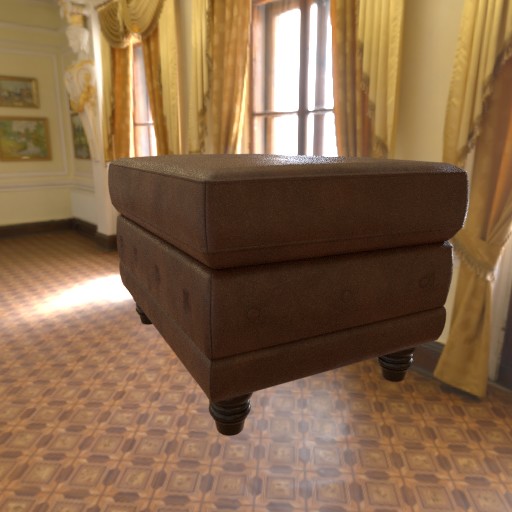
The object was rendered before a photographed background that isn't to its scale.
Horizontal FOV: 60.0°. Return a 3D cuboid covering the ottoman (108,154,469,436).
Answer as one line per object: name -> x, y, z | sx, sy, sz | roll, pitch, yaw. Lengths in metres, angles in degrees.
ottoman -> 0.000, 0.000, 1.151 | 0.588, 0.509, 0.795 | -7, 16, -27
